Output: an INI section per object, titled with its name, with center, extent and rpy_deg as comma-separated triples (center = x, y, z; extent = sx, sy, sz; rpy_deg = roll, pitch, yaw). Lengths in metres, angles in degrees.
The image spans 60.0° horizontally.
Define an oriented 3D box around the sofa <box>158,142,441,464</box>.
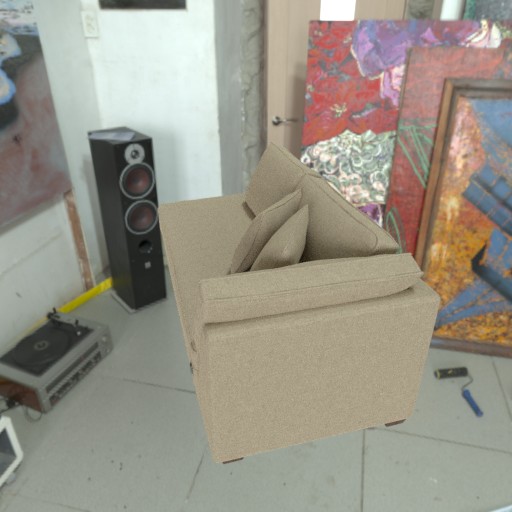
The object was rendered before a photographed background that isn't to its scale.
[sofa]
center = 0.000, 0.000, 2.905
extent = 1.110, 1.033, 2.237
rpy_deg = -8, 30, -14
